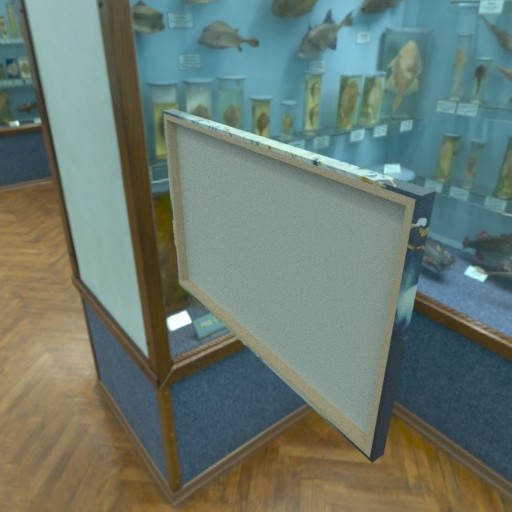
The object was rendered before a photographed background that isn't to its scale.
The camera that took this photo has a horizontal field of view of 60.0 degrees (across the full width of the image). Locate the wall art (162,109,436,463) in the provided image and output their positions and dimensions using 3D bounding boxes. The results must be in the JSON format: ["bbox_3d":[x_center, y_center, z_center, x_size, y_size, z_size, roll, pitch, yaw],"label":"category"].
[{"bbox_3d":[0.000,0.000,1.152,0.038,0.608,0.912,-19,33,-31],"label":"wall art"}]
